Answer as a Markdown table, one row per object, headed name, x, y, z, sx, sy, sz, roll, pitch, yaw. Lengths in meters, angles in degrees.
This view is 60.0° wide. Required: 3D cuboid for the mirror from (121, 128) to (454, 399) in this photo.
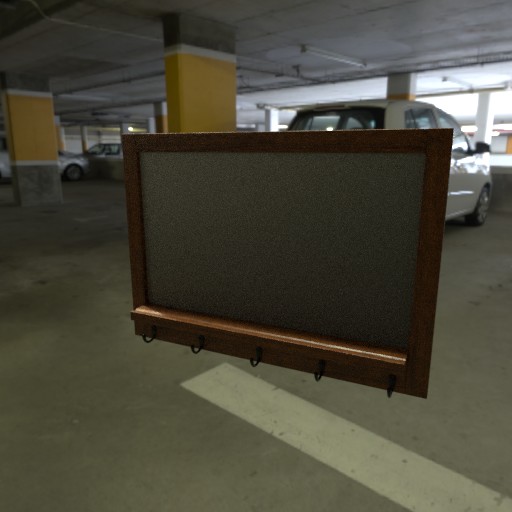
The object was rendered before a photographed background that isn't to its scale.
| name | x | y | z | sx | sy | sz | roll | pitch | yaw |
| --- | --- | --- | --- | --- | --- | --- | --- | --- | --- |
| mirror | 0.000 | 0.000 | 0.989 | 0.758 | 0.537 | 0.084 | 6 | 15 | 25 |
